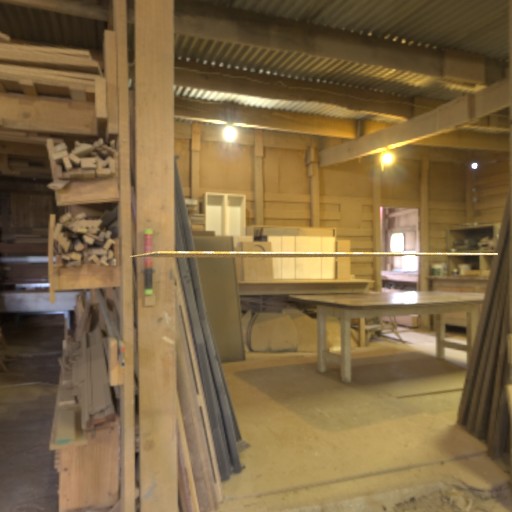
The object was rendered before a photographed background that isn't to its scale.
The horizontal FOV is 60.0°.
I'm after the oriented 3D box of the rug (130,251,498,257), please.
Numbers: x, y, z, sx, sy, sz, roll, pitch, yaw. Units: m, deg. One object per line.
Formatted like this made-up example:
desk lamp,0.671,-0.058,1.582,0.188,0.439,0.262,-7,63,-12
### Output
rug,0.000,0.000,2.921,1.511,0.010,2.424,0,0,-18
